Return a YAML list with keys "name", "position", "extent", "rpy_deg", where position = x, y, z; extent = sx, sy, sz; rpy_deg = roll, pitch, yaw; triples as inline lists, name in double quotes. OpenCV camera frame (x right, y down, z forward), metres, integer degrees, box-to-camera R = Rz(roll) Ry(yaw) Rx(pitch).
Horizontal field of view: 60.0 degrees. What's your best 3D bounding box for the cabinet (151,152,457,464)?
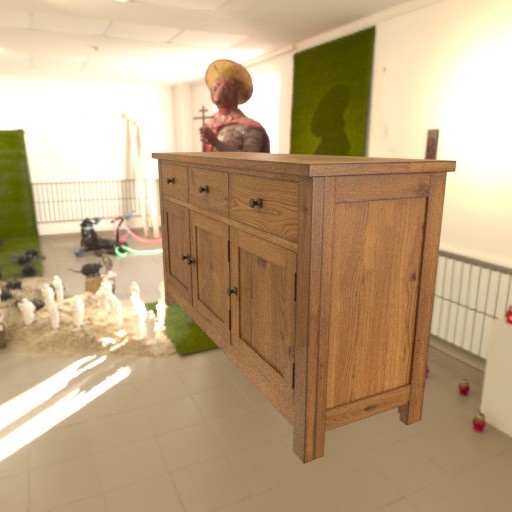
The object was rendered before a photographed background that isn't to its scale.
- name: "cabinet"
  position: [0.000, 0.000, 1.834]
  extent: [0.480, 0.813, 1.474]
  rpy_deg: [-7, 16, -26]
